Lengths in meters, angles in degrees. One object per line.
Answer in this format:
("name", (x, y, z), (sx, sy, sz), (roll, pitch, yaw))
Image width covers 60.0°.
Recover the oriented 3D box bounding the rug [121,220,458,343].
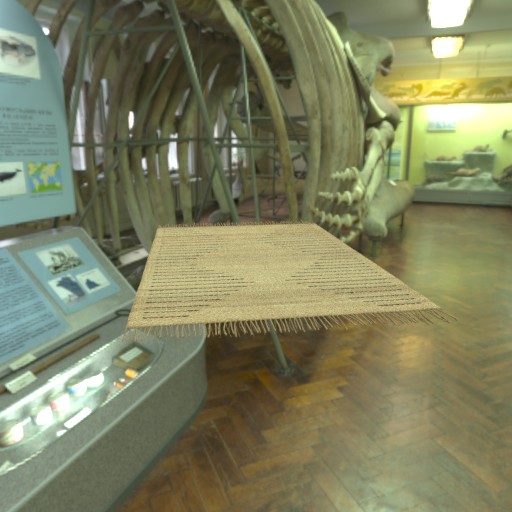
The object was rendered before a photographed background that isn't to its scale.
("rug", (0.000, 0.000, 2.551), (1.224, 0.027, 2.085), (-2, 15, -8))
